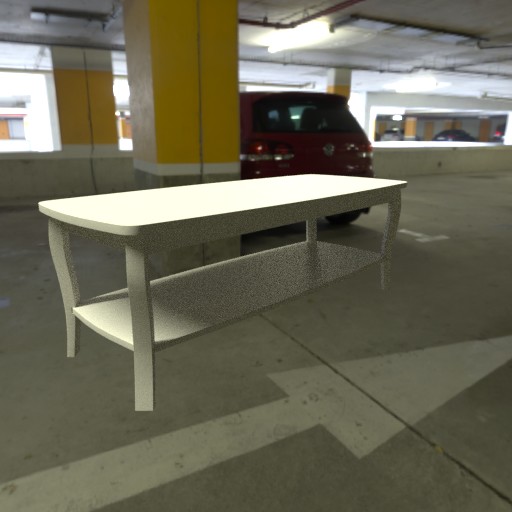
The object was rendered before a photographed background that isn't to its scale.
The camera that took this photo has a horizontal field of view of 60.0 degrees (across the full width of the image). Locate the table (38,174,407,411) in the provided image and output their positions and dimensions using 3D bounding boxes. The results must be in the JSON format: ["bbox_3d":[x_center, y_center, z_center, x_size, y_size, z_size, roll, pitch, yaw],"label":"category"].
[{"bbox_3d":[0.000,0.000,1.599,0.561,0.474,1.334,14,21,42],"label":"table"}]
